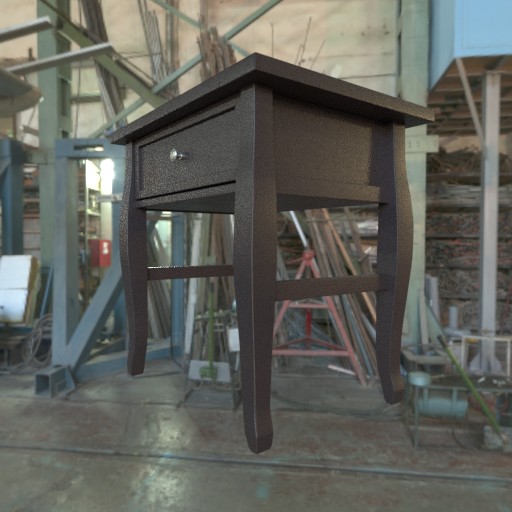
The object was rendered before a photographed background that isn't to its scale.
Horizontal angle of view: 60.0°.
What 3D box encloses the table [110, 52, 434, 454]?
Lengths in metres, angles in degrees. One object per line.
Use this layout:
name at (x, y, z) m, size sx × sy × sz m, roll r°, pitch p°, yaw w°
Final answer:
table at (0.000, 0.000, 1.015) m, size 0.460 × 0.605 × 0.602 m, roll -1°, pitch 2°, yaw -37°
